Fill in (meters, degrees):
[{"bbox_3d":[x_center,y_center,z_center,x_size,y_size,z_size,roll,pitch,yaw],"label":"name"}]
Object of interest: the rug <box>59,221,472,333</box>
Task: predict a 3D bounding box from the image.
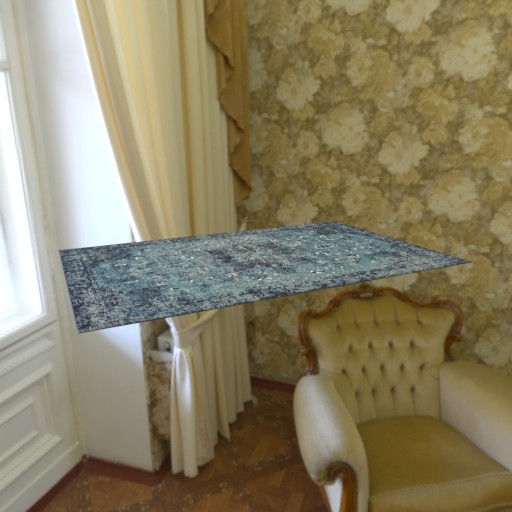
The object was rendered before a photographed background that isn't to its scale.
[{"bbox_3d":[0.000,0.000,3.071,2.440,0.007,1.525,-8,17,-25],"label":"rug"}]
